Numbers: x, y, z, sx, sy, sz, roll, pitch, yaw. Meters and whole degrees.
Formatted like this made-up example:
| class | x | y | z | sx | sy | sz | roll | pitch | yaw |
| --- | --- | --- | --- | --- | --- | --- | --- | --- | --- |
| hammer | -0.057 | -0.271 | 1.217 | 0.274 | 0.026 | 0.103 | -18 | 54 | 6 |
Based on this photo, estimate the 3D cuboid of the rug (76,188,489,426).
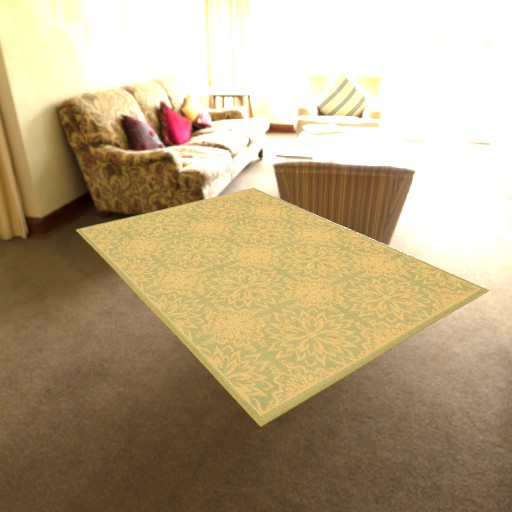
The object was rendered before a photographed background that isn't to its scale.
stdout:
| class | x | y | z | sx | sy | sz | roll | pitch | yaw |
| --- | --- | --- | --- | --- | --- | --- | --- | --- | --- |
| rug | 0.000 | 0.000 | 2.821 | 1.589 | 0.014 | 2.205 | -19 | 32 | -32 |
